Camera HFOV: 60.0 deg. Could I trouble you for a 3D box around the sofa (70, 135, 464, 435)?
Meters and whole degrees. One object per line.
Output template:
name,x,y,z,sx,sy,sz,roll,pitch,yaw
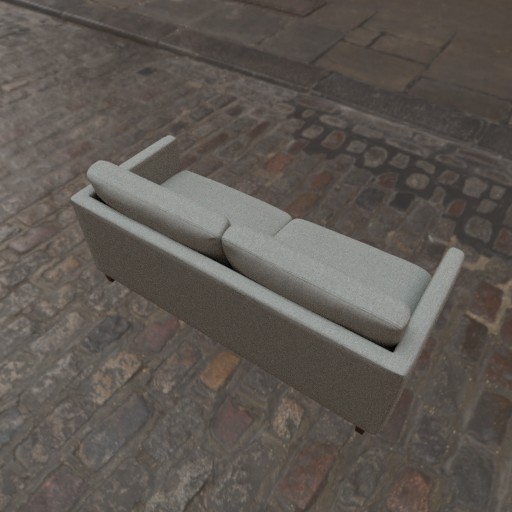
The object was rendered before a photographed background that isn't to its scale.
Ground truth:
sofa,0.000,0.000,2.786,2.208,0.963,0.956,26,51,23
